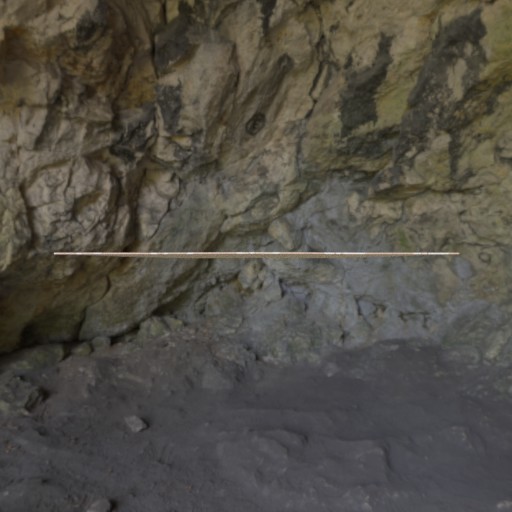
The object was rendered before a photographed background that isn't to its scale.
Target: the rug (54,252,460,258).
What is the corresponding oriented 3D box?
[{"bbox_3d":[0.000,0.000,4.310,2.452,0.020,3.365,0,-1,0],"label":"rug"}]
